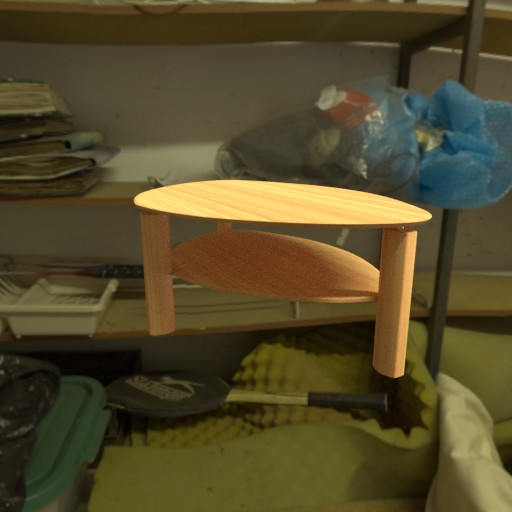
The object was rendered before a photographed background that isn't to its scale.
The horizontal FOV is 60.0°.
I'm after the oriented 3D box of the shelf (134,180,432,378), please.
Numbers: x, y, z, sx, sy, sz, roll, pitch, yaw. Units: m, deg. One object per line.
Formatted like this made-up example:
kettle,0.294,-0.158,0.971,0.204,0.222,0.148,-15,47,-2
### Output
shelf,0.000,0.000,1.625,0.845,0.440,1.246,-8,17,-27
